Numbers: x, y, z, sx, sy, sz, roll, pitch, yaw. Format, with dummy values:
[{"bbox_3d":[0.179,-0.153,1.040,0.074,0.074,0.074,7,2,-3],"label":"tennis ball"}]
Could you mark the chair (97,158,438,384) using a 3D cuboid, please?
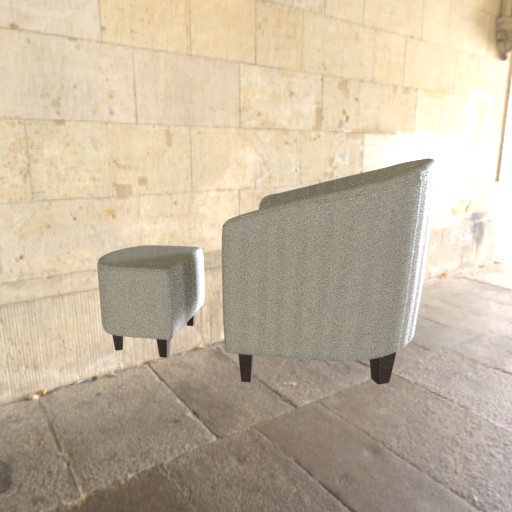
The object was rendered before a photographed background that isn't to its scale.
[{"bbox_3d":[0.000,0.000,1.749,1.288,0.757,0.756,2,13,10],"label":"chair"}]
